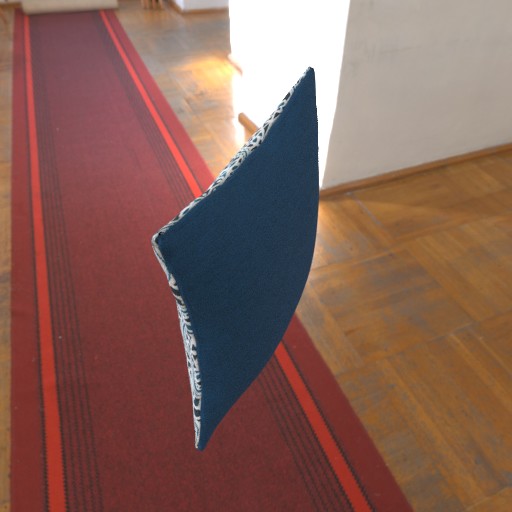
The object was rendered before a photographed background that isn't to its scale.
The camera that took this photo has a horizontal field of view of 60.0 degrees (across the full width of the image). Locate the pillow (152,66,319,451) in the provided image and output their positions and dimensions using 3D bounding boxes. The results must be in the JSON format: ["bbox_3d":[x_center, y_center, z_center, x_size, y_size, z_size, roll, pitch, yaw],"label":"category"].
[{"bbox_3d":[0.000,0.000,0.660,0.145,0.420,0.440,16,46,16],"label":"pillow"}]
